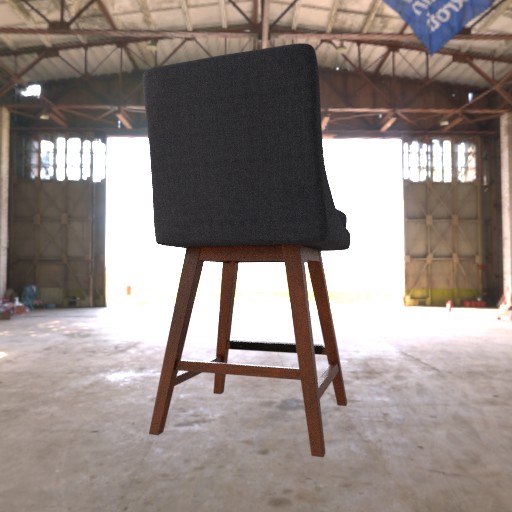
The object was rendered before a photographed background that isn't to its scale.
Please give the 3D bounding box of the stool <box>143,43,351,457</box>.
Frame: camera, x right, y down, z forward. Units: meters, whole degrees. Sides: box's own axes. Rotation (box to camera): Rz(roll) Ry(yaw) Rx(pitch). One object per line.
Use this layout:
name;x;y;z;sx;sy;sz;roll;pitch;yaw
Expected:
stool;0.000;0.000;1.215;0.467;0.895;0.524;-1;-2;19
